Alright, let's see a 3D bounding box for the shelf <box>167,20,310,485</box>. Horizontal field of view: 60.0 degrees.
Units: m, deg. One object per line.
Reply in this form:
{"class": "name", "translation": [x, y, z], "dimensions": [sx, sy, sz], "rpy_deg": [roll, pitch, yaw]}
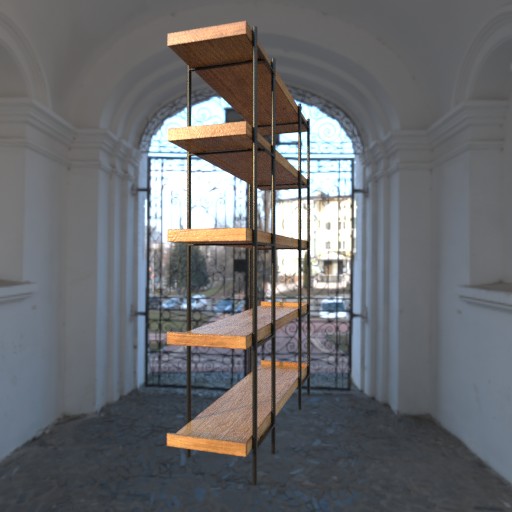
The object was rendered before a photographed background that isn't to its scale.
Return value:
{"class": "shelf", "translation": [0.000, 0.000, 2.404], "dimensions": [0.379, 1.826, 1.371], "rpy_deg": [0, 0, 17]}
